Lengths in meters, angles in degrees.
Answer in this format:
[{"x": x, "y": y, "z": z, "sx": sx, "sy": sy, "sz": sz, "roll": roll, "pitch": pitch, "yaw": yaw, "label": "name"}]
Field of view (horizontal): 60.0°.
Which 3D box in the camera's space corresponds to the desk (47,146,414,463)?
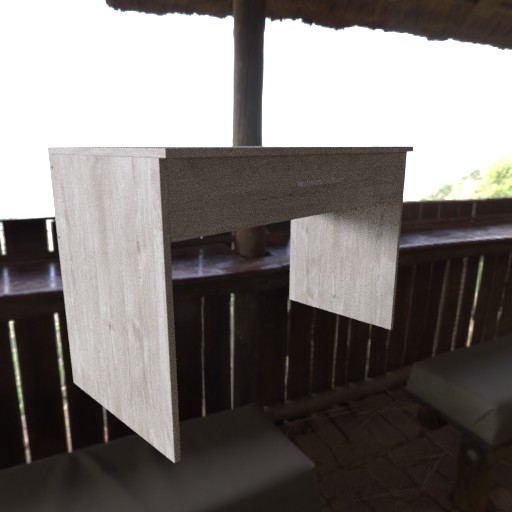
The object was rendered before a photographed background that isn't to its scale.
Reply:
[{"x": 0.000, "y": 0.000, "z": 1.524, "sx": 0.560, "sy": 0.730, "sz": 1.100, "roll": 13, "pitch": 19, "yaw": 42, "label": "desk"}]
